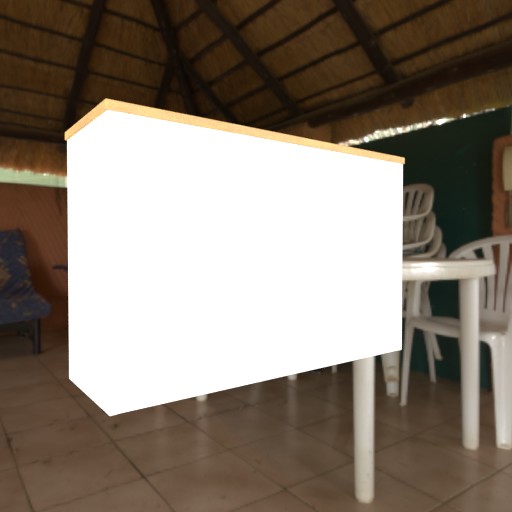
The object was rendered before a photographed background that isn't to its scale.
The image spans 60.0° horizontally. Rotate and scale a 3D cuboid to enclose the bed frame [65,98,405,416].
[{"bbox_3d":[0.000,0.000,1.730,1.300,0.850,0.430,-1,1,-37],"label":"bed frame"}]
